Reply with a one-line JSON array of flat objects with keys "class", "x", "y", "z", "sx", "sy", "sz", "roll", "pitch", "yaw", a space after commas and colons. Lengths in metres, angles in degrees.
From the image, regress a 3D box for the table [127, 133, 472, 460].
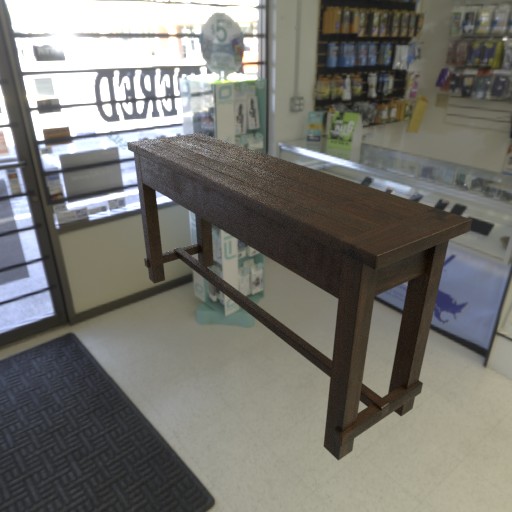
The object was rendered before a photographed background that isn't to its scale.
[{"class": "table", "x": 0.000, "y": 0.000, "z": 1.921, "sx": 0.442, "sy": 0.762, "sz": 1.599, "roll": -18, "pitch": 31, "yaw": -32}]
